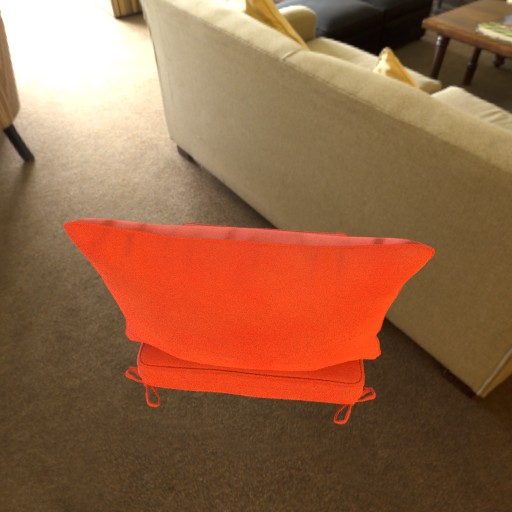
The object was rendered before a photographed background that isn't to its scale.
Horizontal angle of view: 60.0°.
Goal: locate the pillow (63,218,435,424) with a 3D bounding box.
[{"bbox_3d":[0.000,0.000,1.349,0.798,0.725,0.733,4,46,4],"label":"pillow"}]
